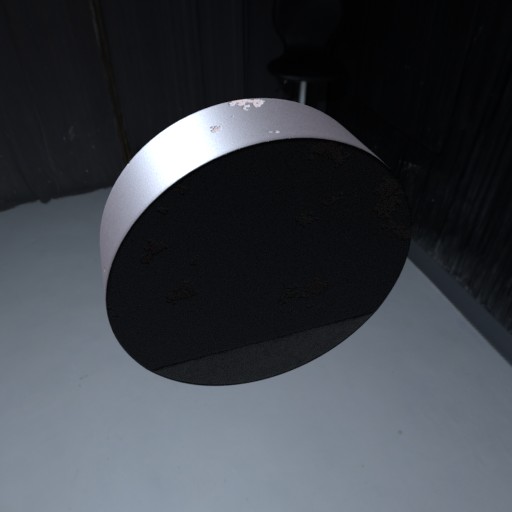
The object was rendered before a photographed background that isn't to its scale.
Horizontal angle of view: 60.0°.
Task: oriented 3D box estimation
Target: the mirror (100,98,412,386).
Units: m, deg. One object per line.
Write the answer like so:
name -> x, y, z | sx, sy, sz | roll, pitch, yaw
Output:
mirror -> 0.000, 0.000, 0.586 | 0.386, 0.386, 0.126 | -12, 42, -14
